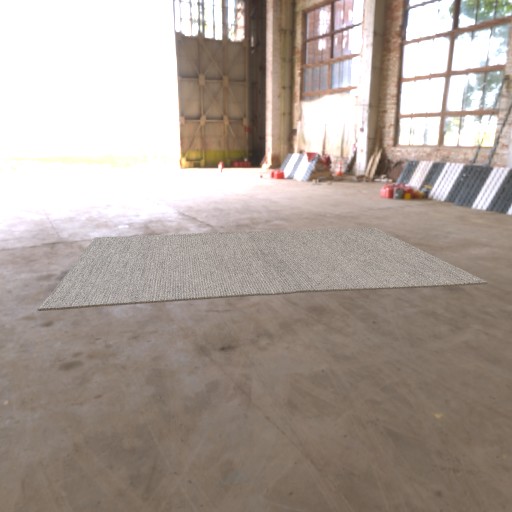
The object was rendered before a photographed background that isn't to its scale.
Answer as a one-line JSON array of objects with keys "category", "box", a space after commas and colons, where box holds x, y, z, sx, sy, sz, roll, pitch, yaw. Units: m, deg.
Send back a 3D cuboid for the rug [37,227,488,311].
[{"category": "rug", "box": [0.000, 0.000, 2.278, 1.804, 0.022, 1.162, -2, 15, -9]}]
